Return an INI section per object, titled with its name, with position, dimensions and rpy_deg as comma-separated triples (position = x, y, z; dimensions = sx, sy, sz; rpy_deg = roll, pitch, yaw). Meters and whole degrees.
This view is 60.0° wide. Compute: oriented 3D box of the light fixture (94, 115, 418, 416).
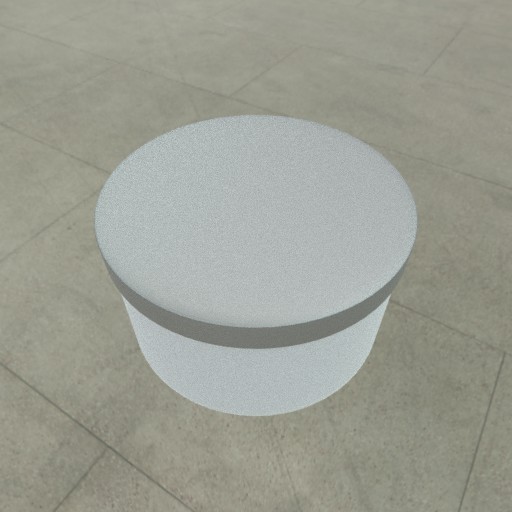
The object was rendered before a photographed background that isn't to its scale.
[light fixture]
position = 0.000, 0.000, 0.635
dimensions = 0.393, 0.229, 0.393
rpy_deg = 0, 47, 0
